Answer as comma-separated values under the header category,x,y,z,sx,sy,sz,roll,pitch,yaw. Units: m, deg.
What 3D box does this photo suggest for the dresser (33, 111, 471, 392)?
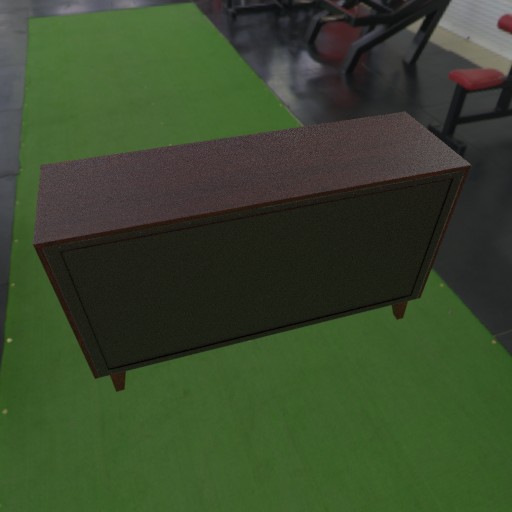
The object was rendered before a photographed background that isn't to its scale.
category,x,y,z,sx,sy,sz,roll,pitch,yaw
dresser,0.000,0.000,2.062,1.609,0.971,0.499,-12,44,-12
